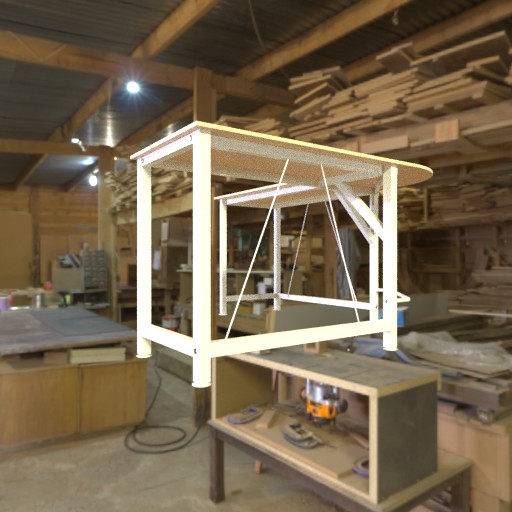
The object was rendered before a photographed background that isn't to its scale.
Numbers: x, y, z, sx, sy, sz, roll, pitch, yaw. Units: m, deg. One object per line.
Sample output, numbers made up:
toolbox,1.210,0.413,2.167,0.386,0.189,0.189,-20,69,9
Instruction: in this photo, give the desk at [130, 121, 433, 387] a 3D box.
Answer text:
desk,0.000,0.000,2.226,1.400,0.762,1.400,0,0,-35
